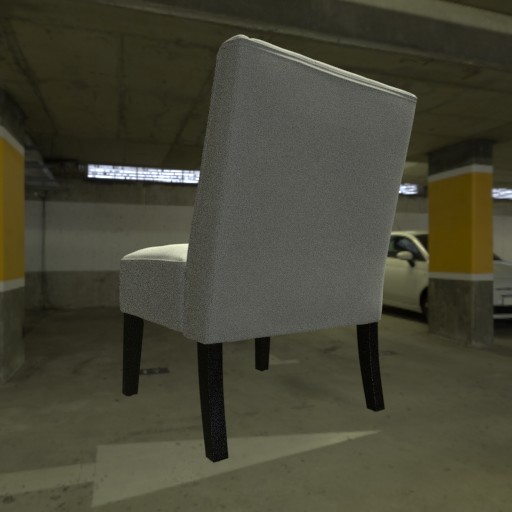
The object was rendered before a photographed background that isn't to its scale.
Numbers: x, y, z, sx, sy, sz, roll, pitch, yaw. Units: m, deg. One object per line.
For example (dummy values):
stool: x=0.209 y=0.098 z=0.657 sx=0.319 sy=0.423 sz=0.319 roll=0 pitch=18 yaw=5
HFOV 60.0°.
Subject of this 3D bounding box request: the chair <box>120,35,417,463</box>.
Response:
chair: x=0.000 y=0.000 z=1.248 sx=0.569 sy=0.853 sz=0.676 roll=0 pitch=0 yaw=-36
